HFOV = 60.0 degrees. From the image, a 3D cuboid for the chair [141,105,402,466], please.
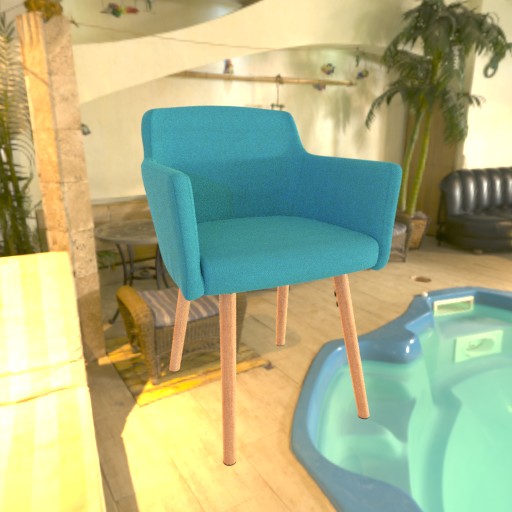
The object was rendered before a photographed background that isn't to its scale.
[{"bbox_3d":[0.000,0.000,1.185,0.570,0.780,0.540,-8,18,-25],"label":"chair"}]
